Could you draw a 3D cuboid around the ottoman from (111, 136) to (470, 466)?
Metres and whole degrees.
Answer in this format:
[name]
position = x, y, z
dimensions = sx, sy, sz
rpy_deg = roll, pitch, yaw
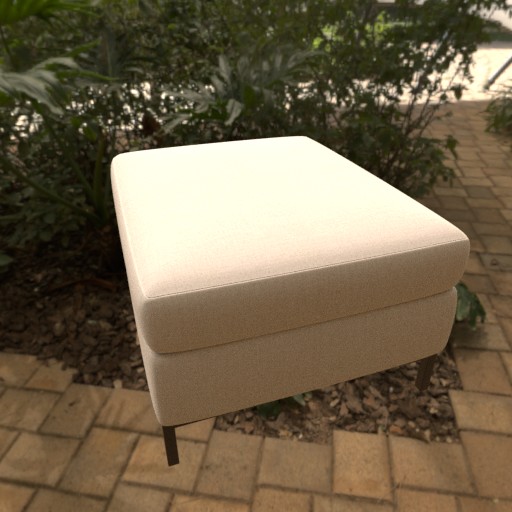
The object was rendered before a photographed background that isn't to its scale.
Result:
[ottoman]
position = 0.000, 0.000, 1.163
dimensions = 0.657, 0.453, 0.794
rpy_deg = -10, 32, -16
